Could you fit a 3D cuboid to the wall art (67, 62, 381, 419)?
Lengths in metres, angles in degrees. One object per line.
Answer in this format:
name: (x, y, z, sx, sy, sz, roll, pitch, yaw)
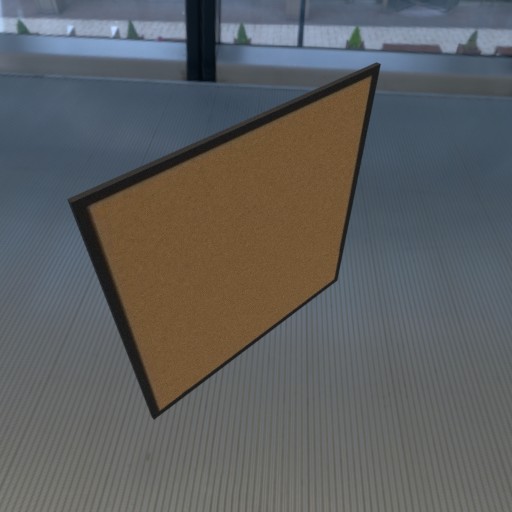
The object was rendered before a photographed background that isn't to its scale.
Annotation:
wall art: (0.000, 0.000, 1.215, 0.823, 0.823, 0.013, -33, 54, -28)
